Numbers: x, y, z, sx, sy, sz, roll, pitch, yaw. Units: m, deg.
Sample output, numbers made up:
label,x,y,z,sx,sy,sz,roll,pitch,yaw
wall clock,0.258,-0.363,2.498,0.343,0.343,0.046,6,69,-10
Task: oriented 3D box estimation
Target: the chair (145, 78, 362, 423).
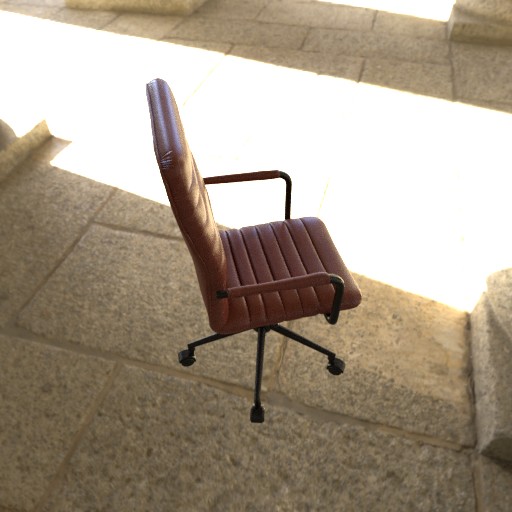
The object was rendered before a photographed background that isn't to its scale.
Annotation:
label,x,y,z,sx,sy,sz,roll,pitch,yaw
chair,0.000,0.000,1.332,0.580,0.979,0.608,-10,46,-9
